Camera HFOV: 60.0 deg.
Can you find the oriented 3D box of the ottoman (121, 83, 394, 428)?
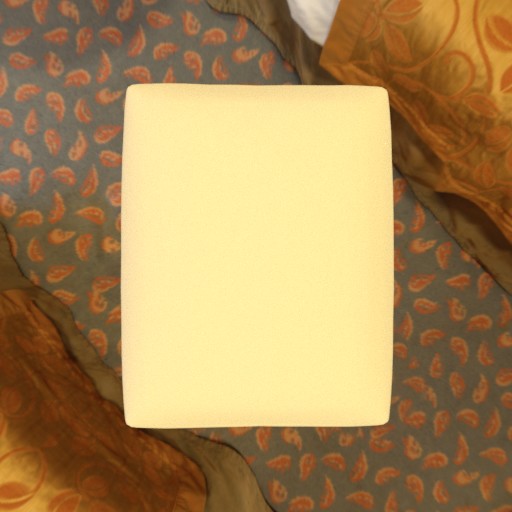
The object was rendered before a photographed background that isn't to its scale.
[{"bbox_3d":[0.000,0.000,1.125,0.584,0.513,0.741,0,89,-1],"label":"ottoman"}]
